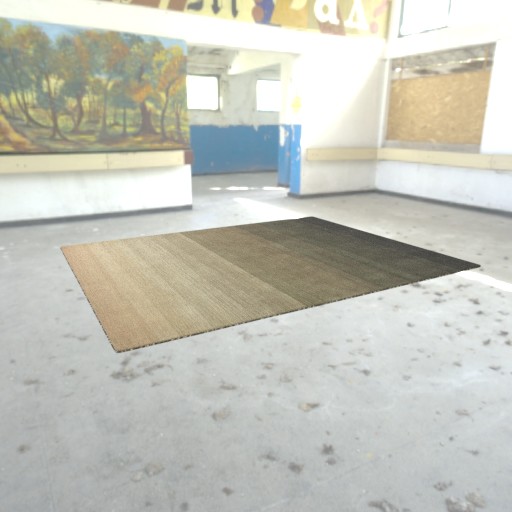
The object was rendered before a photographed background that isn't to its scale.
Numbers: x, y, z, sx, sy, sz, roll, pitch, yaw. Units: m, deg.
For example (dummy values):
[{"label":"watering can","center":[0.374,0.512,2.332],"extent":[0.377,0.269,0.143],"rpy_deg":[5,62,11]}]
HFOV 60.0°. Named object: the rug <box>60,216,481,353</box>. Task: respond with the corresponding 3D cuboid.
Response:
[{"label":"rug","center":[0.000,0.000,3.850],"extent":[2.902,0.017,2.305],"rpy_deg":[-9,19,-28]}]
